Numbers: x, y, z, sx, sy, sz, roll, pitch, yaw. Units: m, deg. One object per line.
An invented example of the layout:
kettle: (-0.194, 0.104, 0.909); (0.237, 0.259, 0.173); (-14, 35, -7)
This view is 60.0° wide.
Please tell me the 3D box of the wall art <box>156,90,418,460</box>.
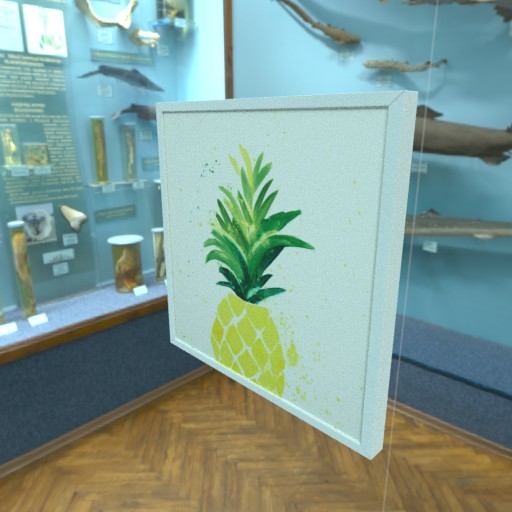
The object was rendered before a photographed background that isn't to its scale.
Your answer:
wall art: (0.000, 0.000, 0.457); (0.020, 0.307, 0.307); (-16, 23, -42)
